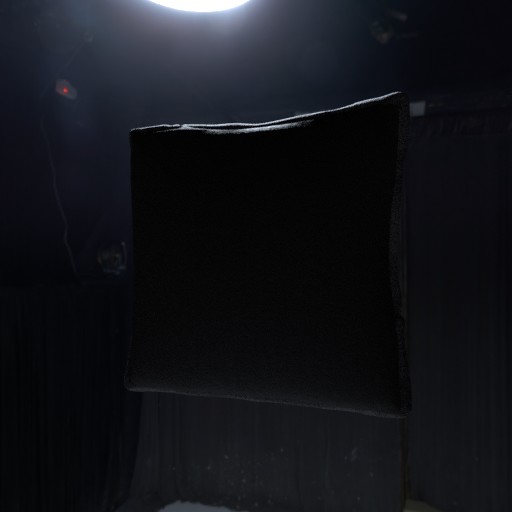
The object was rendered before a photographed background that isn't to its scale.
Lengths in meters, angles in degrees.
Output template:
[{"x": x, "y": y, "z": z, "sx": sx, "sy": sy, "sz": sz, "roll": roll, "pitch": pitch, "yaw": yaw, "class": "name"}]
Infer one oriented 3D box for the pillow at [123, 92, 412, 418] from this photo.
[{"x": 0.000, "y": 0.000, "z": 0.790, "sx": 0.522, "sy": 0.520, "sz": 0.204, "roll": 0, "pitch": -1, "yaw": 18, "class": "pillow"}]
